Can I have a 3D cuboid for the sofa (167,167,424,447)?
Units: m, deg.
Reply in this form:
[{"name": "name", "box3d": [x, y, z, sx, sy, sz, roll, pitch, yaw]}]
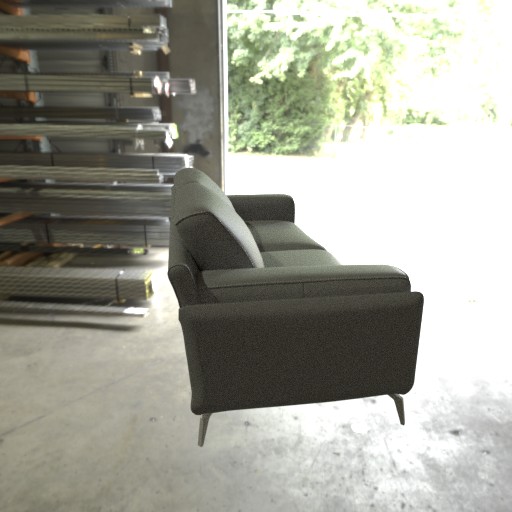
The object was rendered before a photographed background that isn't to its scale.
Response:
[{"name": "sofa", "box3d": [0.000, 0.000, 2.615, 0.969, 0.900, 2.100, -3, 18, -9]}]
